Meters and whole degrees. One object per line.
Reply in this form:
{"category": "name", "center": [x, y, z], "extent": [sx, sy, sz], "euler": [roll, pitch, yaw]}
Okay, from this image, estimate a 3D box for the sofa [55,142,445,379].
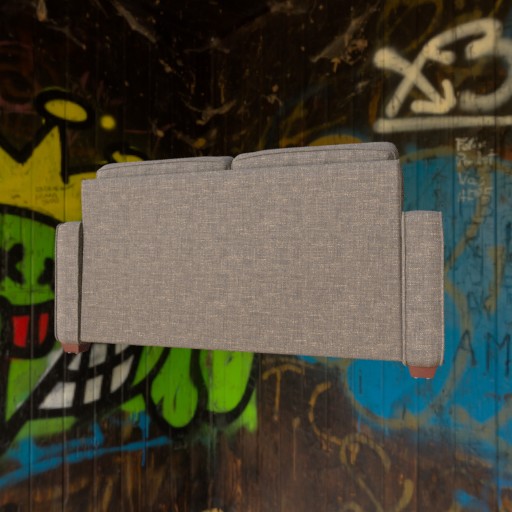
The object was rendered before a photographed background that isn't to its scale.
{"category": "sofa", "center": [0.000, 0.000, 2.268], "extent": [1.709, 0.918, 0.947], "euler": [0, -1, 17]}
